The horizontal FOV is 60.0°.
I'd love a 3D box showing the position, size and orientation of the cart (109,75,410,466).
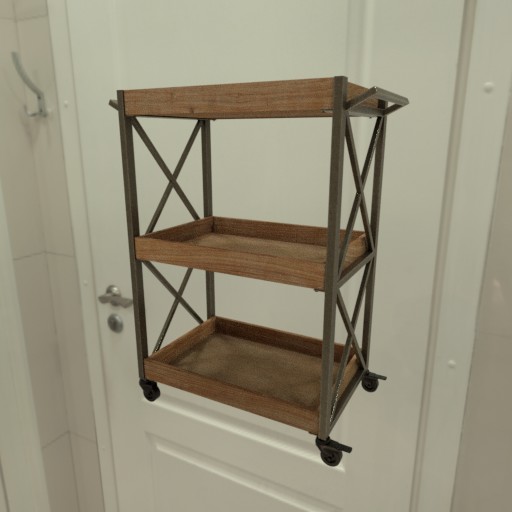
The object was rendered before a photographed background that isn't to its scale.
[{"bbox_3d":[0.000,0.000,1.193,0.673,0.835,0.377,8,17,27],"label":"cart"}]
